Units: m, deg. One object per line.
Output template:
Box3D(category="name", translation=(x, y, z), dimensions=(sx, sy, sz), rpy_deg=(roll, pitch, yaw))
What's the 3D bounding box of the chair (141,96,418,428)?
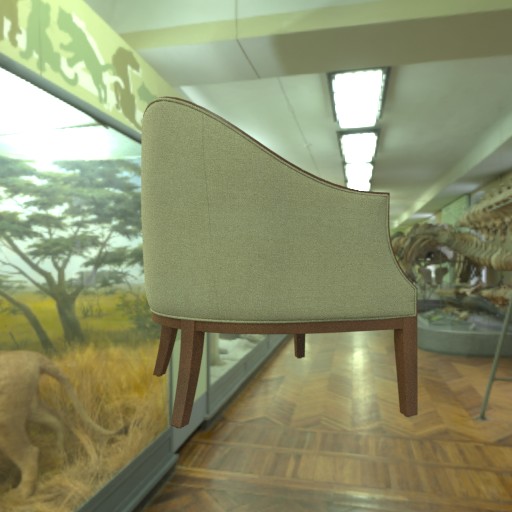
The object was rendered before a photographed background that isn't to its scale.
Box3D(category="chair", translation=(0.000, 0.000, 1.465), dimensions=(0.735, 0.876, 0.803), rpy_deg=(0, 0, -18))
